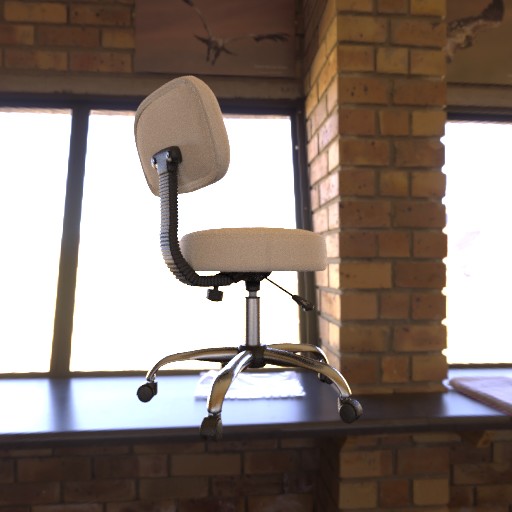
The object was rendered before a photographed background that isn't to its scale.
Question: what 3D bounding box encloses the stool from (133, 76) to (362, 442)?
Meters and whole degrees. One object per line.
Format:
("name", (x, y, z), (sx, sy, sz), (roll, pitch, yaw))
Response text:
("stool", (0.000, 0.000, 1.257), (0.616, 0.810, 0.609), (1, -1, -37))
